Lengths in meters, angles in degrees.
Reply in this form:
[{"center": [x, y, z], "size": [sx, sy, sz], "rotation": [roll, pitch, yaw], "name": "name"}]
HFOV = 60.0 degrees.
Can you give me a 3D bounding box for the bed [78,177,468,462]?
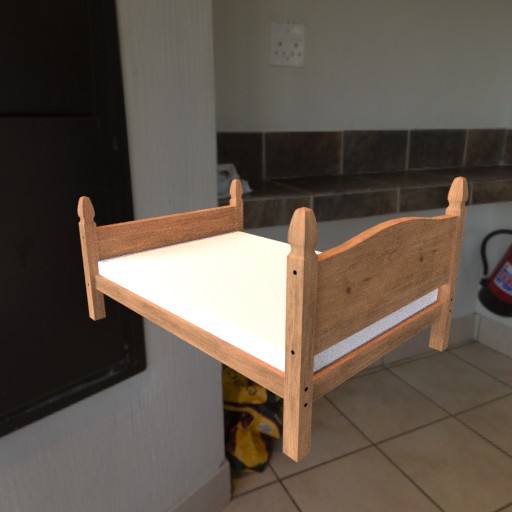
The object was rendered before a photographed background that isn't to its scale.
[{"center": [0.000, 0.000, 2.955], "size": [1.490, 1.100, 2.069], "rotation": [-15, 23, -41], "name": "bed"}]
